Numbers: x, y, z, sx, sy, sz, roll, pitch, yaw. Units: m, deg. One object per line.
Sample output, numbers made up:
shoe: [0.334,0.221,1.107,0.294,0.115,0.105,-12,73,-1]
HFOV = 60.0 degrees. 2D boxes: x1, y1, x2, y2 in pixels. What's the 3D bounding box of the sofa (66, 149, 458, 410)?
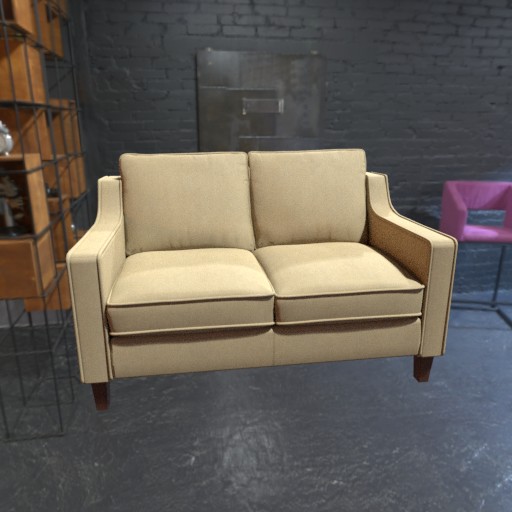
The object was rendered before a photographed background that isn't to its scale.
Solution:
sofa: [0.000,0.000,2.148,1.501,0.971,0.987,-2,17,-8]
